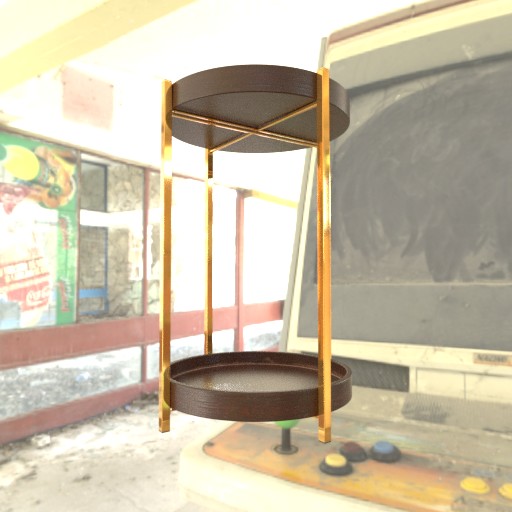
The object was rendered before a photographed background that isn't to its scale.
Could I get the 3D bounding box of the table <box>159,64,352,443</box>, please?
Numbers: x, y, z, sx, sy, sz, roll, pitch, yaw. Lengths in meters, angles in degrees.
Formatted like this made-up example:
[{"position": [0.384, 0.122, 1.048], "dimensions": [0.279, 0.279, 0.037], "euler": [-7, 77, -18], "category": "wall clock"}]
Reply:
[{"position": [0.000, 0.000, 0.883], "dimensions": [0.400, 0.610, 0.400], "euler": [1, -3, -35], "category": "table"}]
